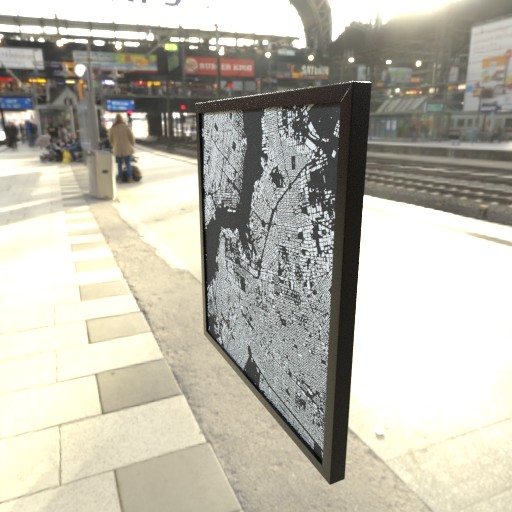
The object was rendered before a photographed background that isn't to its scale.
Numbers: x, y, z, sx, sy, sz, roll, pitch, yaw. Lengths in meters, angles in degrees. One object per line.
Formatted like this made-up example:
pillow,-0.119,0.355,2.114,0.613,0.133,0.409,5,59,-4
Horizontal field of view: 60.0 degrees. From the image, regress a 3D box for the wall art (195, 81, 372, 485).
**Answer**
wall art,0.000,0.000,1.120,0.038,0.761,0.755,-8,18,-25
